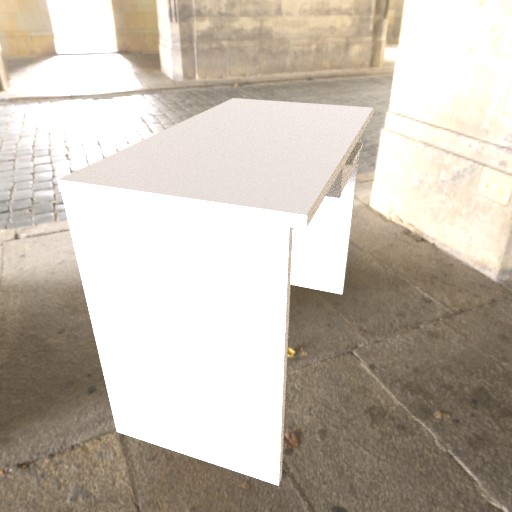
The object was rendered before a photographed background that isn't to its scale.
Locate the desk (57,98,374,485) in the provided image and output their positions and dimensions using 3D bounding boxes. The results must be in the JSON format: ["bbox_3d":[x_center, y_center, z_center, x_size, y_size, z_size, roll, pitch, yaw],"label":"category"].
[{"bbox_3d":[0.000,0.000,1.335,0.498,0.729,0.900,10,31,17],"label":"desk"}]
